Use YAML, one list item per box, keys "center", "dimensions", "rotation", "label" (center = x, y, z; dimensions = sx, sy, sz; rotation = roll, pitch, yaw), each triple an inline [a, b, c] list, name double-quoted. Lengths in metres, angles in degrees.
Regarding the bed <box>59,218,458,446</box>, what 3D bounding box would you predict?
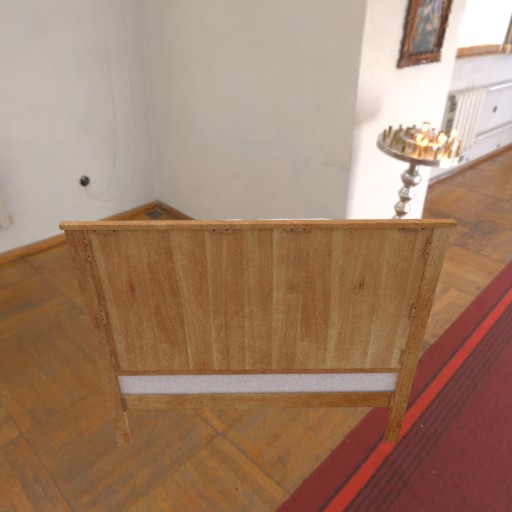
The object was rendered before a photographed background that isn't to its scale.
- center: [0.000, 0.000, 4.054]
  dimensions: [2.225, 1.938, 2.530]
  rotation: [0, 31, -1]
  label: "bed"
